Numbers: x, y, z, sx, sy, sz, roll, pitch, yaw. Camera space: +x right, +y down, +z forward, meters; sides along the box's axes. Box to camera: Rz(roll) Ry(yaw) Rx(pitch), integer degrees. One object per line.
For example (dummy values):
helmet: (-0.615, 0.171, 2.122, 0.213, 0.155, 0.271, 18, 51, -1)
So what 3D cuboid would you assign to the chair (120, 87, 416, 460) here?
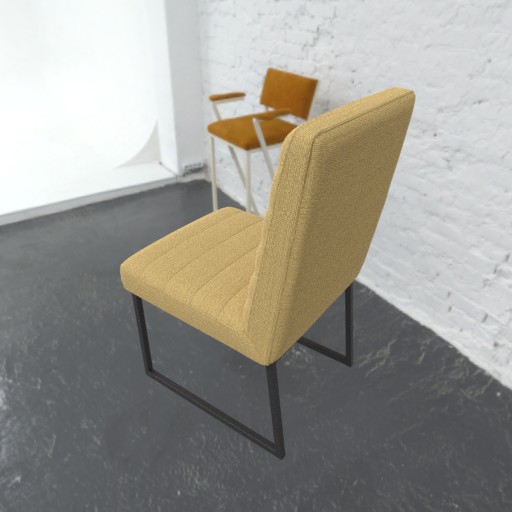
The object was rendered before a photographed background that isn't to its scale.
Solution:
chair: (0.000, 0.000, 1.293, 0.634, 0.930, 0.520, 20, 36, 30)
